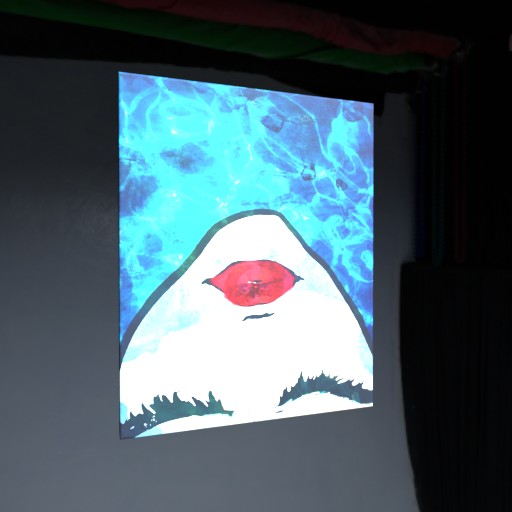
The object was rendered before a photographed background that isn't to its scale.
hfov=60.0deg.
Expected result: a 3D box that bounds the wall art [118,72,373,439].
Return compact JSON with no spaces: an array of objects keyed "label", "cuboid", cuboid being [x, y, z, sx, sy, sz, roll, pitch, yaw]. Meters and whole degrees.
[{"label":"wall art","cuboid":[0.000,0.000,1.031,0.609,0.760,0.038,0,1,-19]}]
